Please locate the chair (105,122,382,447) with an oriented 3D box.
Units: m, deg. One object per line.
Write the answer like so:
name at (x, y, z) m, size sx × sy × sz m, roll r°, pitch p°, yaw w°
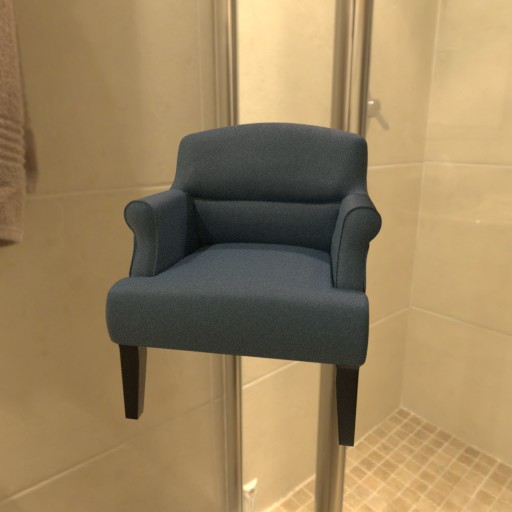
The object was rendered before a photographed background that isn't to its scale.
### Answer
chair at (0.000, 0.000, 1.489) m, size 0.770 × 0.878 × 0.754 m, roll 3°, pitch 15°, yaw 10°
